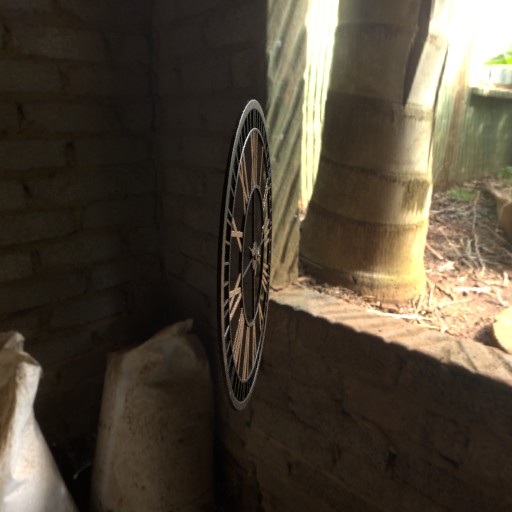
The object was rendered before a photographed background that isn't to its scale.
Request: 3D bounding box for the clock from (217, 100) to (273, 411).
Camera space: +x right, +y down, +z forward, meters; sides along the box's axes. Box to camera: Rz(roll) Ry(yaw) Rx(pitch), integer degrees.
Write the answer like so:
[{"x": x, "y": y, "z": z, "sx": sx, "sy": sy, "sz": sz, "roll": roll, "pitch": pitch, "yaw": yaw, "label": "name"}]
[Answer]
[{"x": 0.000, "y": 0.000, "z": 1.267, "sx": 0.025, "sy": 0.843, "sz": 0.843, "roll": 3, "pitch": 17, "yaw": 8, "label": "clock"}]
